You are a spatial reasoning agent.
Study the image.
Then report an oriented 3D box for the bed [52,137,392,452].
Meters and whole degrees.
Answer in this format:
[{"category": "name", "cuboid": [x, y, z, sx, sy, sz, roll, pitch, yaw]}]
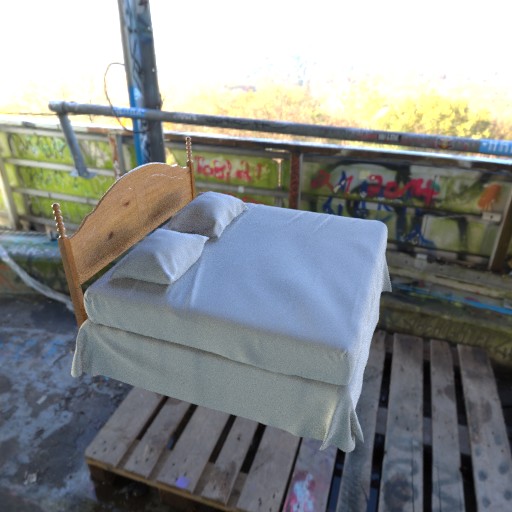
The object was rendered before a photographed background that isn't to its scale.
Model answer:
[{"category": "bed", "cuboid": [0.000, 0.000, 3.696, 2.219, 1.355, 2.322, 10, 31, 18]}]
